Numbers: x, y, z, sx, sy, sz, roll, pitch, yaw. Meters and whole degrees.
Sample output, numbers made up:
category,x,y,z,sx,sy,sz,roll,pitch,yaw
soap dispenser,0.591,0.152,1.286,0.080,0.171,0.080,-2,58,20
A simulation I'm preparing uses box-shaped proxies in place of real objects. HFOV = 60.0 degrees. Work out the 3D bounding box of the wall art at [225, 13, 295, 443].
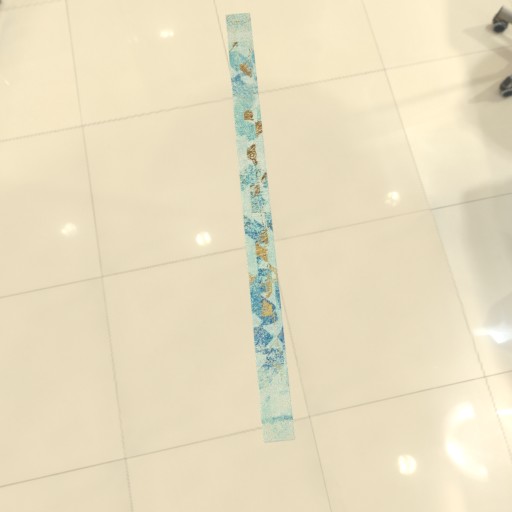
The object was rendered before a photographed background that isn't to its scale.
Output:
category,x,y,z,sx,sy,sz,roll,pitch,yaw
wall art,0.000,0.000,0.894,0.040,0.609,0.609,-5,76,-1
